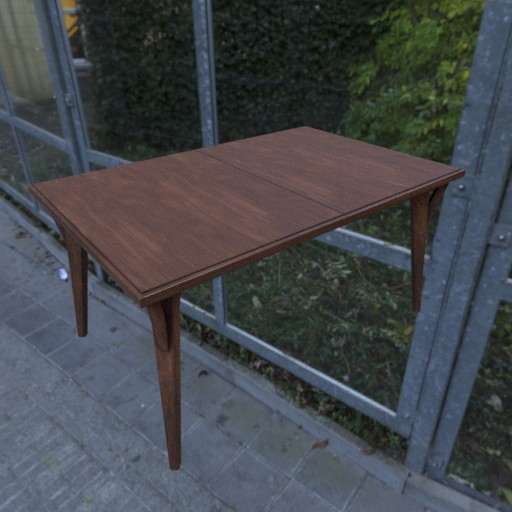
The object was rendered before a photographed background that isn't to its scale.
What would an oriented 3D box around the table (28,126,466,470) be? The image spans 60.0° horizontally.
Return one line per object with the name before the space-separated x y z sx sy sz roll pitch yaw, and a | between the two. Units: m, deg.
table | 0.000 0.000 2.018 1.524 0.761 0.990 -22 36 -33
